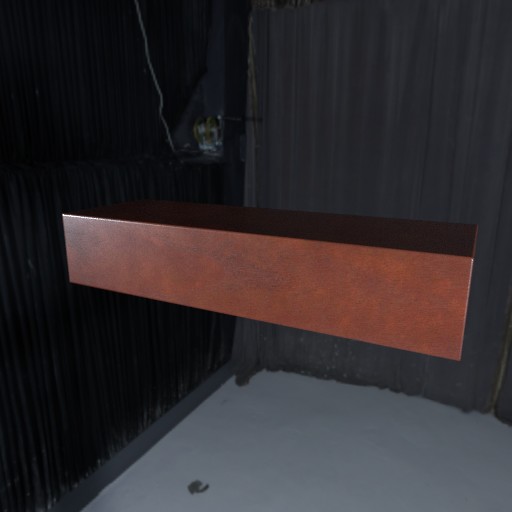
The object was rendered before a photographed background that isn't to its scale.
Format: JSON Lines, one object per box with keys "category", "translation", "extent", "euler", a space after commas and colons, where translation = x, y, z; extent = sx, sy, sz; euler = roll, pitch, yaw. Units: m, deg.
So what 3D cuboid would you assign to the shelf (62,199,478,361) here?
{"category": "shelf", "translation": [0.000, 0.000, 0.521], "extent": [0.457, 0.088, 0.152], "euler": [7, 17, 26]}
